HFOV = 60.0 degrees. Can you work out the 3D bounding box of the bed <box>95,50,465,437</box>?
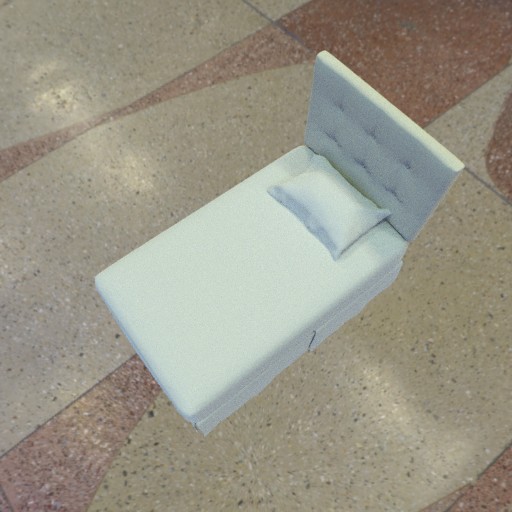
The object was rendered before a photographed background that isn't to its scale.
[{"bbox_3d":[0.000,0.000,2.989,1.997,1.571,1.261,-35,69,-16],"label":"bed"}]
